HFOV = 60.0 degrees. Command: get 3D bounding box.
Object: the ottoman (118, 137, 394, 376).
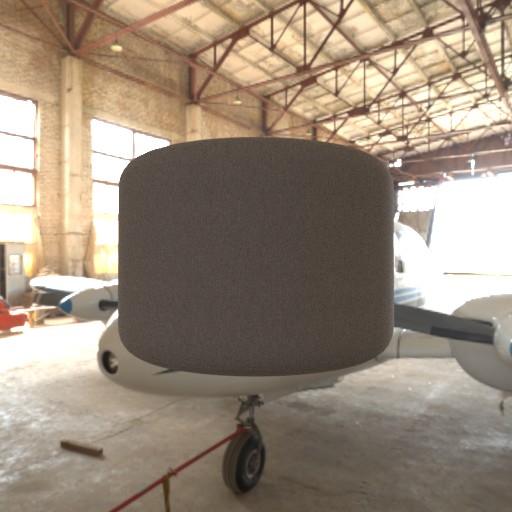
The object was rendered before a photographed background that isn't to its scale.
[{"bbox_3d":[0.000,0.000,1.022,0.608,0.433,0.608,0,0,0],"label":"ottoman"}]
